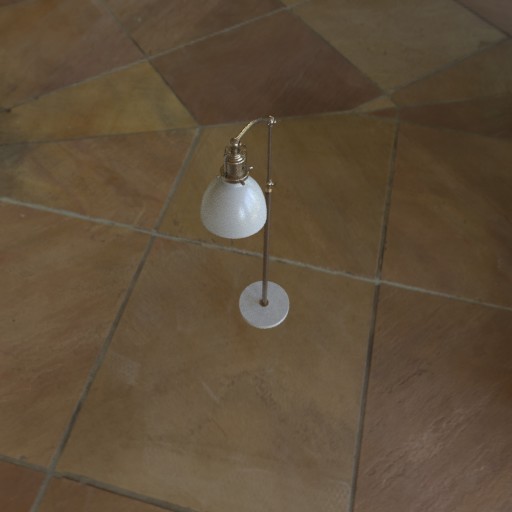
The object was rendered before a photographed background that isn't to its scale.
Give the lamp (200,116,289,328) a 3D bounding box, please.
[{"bbox_3d":[0.000,0.000,1.808,0.288,1.586,0.599,15,60,9],"label":"lamp"}]
